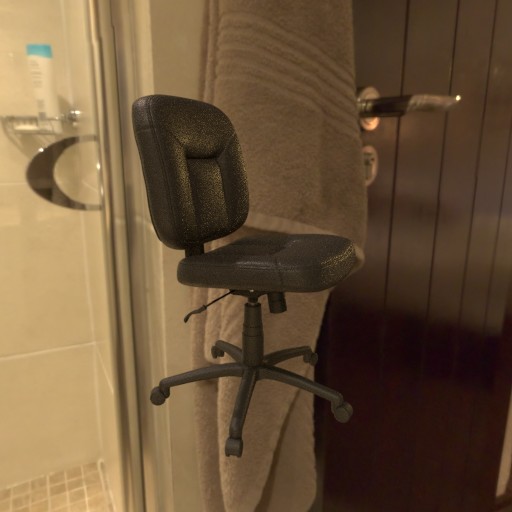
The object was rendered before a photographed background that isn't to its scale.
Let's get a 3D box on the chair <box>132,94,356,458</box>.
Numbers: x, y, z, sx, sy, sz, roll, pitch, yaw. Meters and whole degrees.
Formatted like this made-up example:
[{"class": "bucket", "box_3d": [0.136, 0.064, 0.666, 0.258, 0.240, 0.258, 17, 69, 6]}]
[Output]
[{"class": "chair", "box_3d": [0.000, 0.000, 1.373, 0.646, 0.959, 0.647, 7, 15, 26]}]
